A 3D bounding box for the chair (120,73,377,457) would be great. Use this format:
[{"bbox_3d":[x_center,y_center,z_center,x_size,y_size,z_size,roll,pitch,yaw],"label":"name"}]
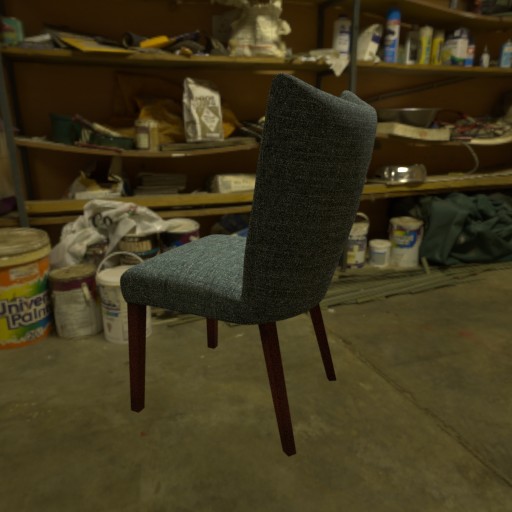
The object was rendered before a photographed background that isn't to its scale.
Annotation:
[{"bbox_3d":[0.000,0.000,1.285,0.623,0.924,0.535,8,18,24],"label":"chair"}]
